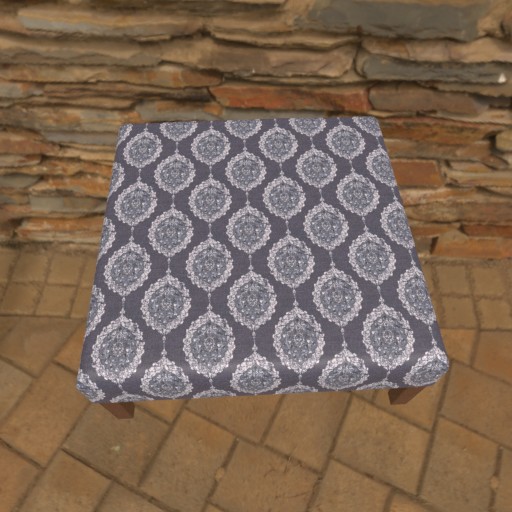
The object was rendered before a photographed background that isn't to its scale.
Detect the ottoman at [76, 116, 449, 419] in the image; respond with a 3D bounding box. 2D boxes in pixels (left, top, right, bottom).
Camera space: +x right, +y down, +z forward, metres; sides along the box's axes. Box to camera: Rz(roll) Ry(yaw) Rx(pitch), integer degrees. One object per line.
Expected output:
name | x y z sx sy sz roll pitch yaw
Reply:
ottoman | 0.000 0.000 1.401 0.889 0.409 0.890 -2 57 -2
